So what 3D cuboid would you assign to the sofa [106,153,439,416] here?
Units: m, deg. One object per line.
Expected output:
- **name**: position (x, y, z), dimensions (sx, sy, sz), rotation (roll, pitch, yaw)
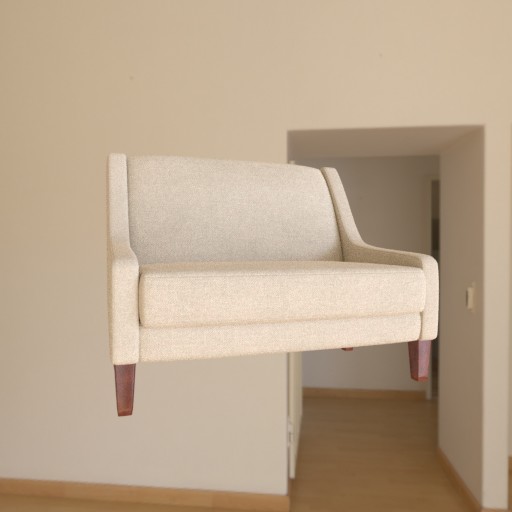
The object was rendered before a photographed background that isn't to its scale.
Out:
- **sofa**: position (0.000, 0.000, 1.902), dimensions (1.212, 0.976, 0.946), rotation (0, 1, -19)
